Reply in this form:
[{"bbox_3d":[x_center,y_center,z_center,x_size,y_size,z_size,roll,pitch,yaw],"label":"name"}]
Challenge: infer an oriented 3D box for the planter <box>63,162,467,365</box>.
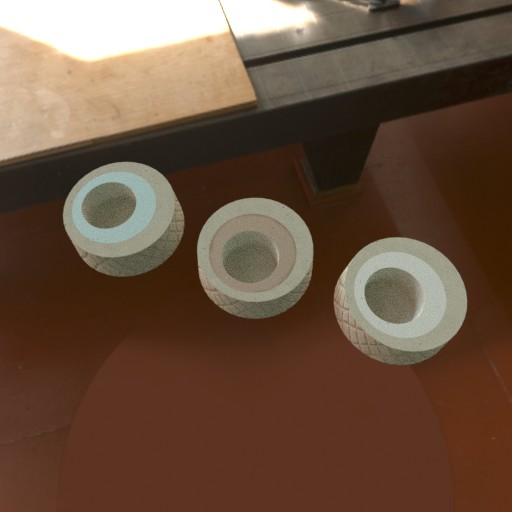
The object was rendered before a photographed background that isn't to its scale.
[{"bbox_3d":[0.000,0.000,0.425,0.390,0.038,0.114,17,66,8],"label":"planter"}]
